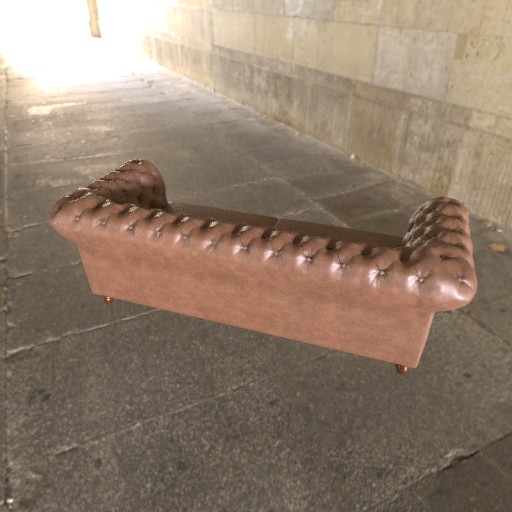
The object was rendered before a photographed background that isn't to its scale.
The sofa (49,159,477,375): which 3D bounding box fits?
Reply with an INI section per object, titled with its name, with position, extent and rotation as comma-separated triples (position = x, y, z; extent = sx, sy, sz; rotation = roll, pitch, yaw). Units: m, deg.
[sofa]
position = 0.000, 0.000, 2.767
extent = 2.385, 0.783, 0.944
rotation = 10, 33, 17
